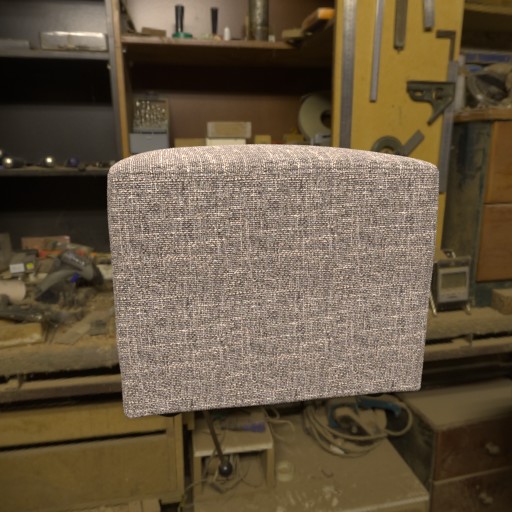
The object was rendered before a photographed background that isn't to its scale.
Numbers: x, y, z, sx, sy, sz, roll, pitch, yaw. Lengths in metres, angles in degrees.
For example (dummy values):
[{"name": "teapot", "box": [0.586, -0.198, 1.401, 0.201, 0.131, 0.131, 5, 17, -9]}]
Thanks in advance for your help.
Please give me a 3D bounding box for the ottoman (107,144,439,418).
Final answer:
[{"name": "ottoman", "box": [0.000, 0.000, 0.928, 0.512, 0.453, 0.521, -2, 15, -9]}]
